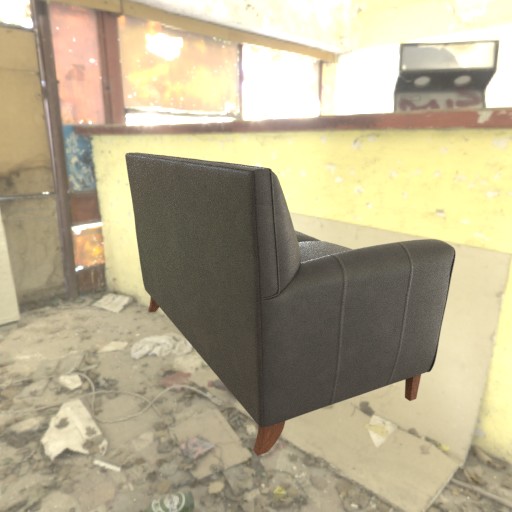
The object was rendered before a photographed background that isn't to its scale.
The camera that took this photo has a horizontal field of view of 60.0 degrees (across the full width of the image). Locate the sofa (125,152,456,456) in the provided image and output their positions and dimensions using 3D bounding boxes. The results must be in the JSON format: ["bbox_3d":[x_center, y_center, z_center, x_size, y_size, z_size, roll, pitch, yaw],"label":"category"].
[{"bbox_3d":[0.000,0.000,1.965,0.787,0.871,1.473,-8,17,-26],"label":"sofa"}]
